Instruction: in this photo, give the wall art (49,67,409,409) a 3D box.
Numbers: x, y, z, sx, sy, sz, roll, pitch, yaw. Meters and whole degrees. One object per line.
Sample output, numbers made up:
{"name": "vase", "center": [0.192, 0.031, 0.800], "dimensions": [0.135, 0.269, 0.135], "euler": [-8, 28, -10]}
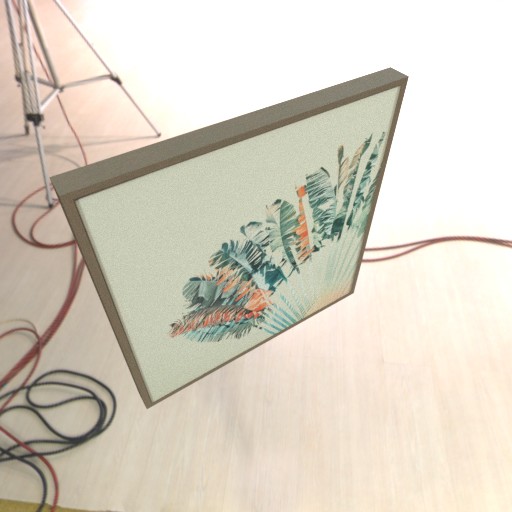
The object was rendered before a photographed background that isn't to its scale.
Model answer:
{"name": "wall art", "center": [0.000, 0.000, 0.748], "dimensions": [0.508, 0.506, 0.038], "euler": [-25, 52, -22]}
